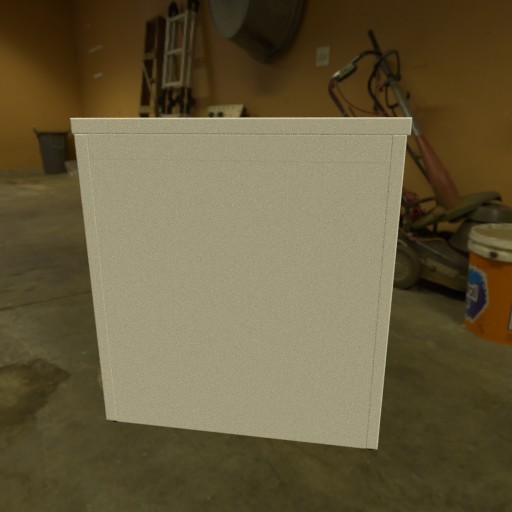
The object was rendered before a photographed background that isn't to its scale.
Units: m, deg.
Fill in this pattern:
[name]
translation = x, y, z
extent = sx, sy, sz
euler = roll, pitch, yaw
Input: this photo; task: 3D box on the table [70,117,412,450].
[table]
translation = 0.000, 0.000, 0.780
extent = 0.420, 0.460, 0.380
euler = 3, 17, 9
